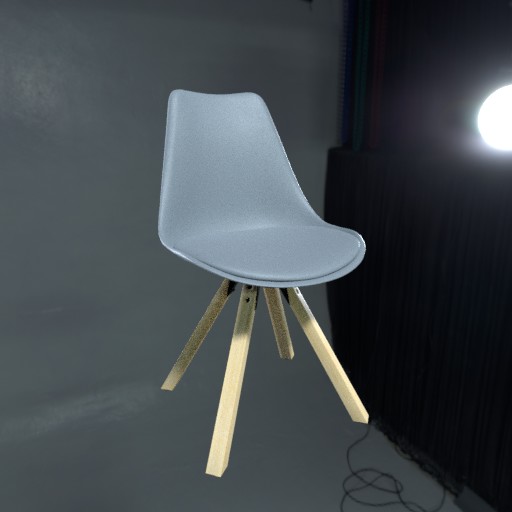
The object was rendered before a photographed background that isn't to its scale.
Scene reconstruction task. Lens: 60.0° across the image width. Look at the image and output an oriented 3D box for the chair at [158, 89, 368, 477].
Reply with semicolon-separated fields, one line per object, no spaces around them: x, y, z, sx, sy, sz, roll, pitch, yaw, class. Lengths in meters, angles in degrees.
0.000;0.000;1.162;0.485;0.850;0.549;-8;17;-26;chair
